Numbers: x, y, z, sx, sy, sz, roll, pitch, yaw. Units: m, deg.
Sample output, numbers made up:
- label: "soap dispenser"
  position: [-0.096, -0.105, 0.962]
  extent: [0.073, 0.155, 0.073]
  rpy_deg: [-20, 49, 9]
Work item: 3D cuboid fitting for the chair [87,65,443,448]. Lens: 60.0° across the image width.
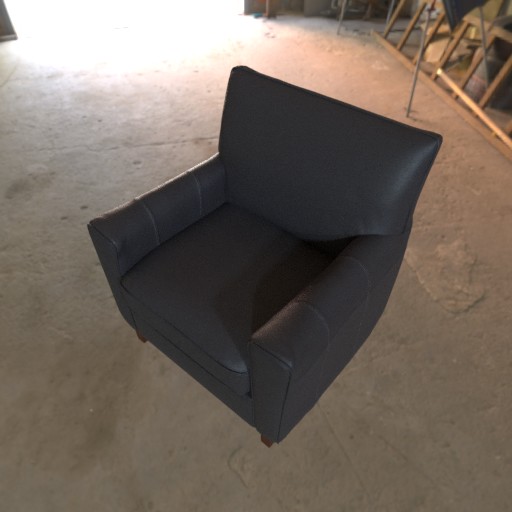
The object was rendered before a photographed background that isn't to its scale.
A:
- label: "chair"
  position: [0.000, 0.000, 1.605]
  extent: [0.870, 0.943, 0.825]
  rpy_deg: [31, 53, 27]
